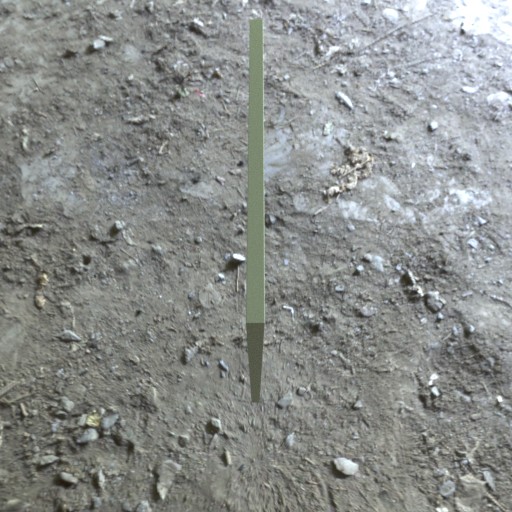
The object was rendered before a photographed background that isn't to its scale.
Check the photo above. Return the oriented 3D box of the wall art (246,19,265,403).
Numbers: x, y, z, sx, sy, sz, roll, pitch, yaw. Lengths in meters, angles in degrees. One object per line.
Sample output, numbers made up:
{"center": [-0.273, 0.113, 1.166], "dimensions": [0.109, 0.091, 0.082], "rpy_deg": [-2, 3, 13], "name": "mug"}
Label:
{"center": [0.000, 0.000, 0.560], "dimensions": [0.013, 0.433, 0.303], "rpy_deg": [0, 65, 0], "name": "wall art"}
